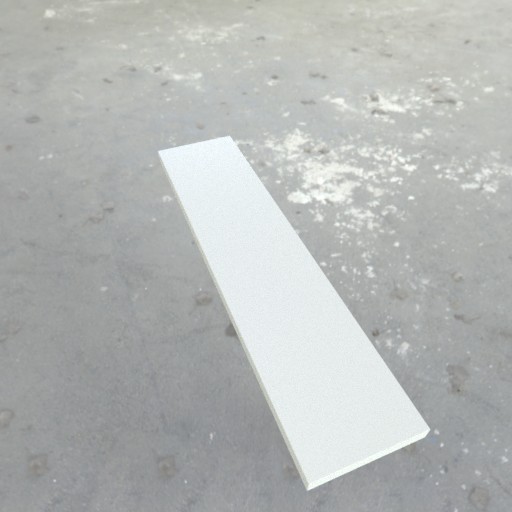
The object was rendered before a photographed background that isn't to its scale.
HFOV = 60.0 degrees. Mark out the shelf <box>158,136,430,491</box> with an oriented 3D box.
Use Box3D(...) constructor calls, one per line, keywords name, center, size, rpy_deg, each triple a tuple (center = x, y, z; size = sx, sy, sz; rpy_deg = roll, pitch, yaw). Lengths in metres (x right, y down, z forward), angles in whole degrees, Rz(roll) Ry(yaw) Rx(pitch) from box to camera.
Box3D(name="shelf", center=(0.000, 0.000, 0.639), size=(0.140, 0.020, 0.610), rpy_deg=(-16, 48, -15))
